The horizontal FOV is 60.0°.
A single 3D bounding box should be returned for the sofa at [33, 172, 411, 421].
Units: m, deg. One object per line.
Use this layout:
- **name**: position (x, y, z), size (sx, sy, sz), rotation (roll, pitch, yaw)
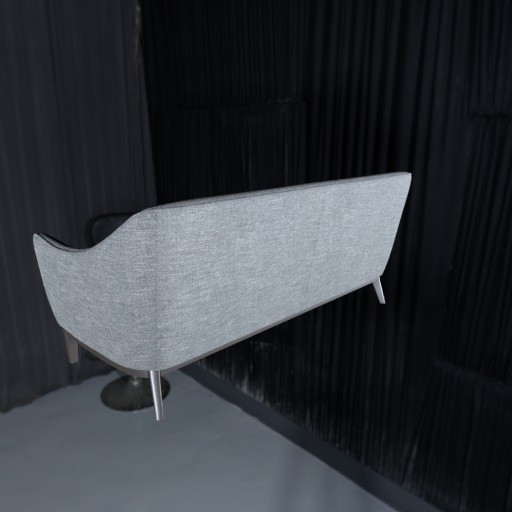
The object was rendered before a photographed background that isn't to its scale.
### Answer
- **sofa**: position (0.000, 0.000, 2.332), size (0.867, 0.829, 1.928), rotation (15, 22, 43)
